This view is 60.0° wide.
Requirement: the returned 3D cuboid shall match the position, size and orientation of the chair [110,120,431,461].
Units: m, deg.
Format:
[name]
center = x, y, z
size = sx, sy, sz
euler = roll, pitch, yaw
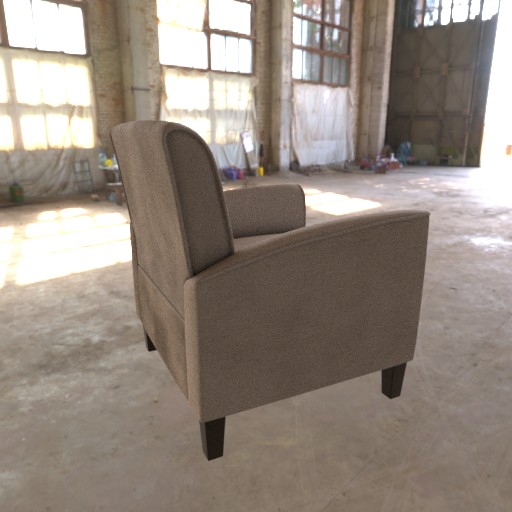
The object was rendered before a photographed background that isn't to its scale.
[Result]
[chair]
center = 0.000, 0.000, 1.574
size = 0.821, 0.915, 0.820
euler = -8, 18, -25
